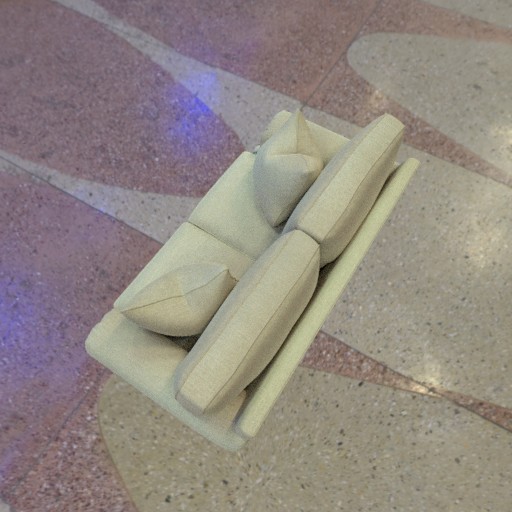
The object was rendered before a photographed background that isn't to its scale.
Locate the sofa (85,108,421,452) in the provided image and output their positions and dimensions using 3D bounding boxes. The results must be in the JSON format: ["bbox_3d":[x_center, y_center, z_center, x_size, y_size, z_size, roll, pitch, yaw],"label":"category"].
[{"bbox_3d":[0.000,0.000,2.276,0.966,0.966,1.701,30,66,15],"label":"sofa"}]
